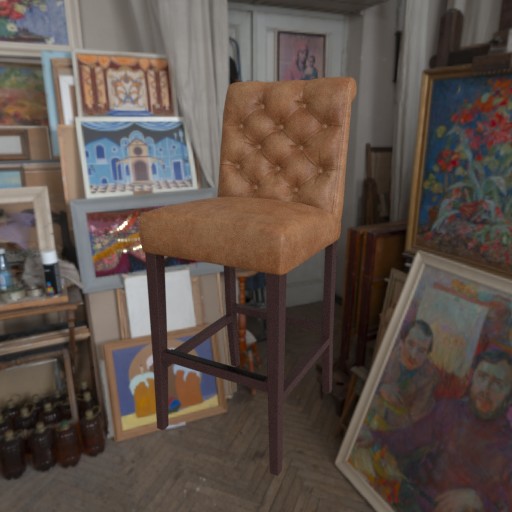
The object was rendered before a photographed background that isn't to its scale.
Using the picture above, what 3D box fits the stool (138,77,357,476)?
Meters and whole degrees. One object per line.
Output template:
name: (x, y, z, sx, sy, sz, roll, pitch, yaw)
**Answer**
stool: (0.000, 0.000, 1.480, 0.493, 1.140, 0.601, 9, 18, 27)
